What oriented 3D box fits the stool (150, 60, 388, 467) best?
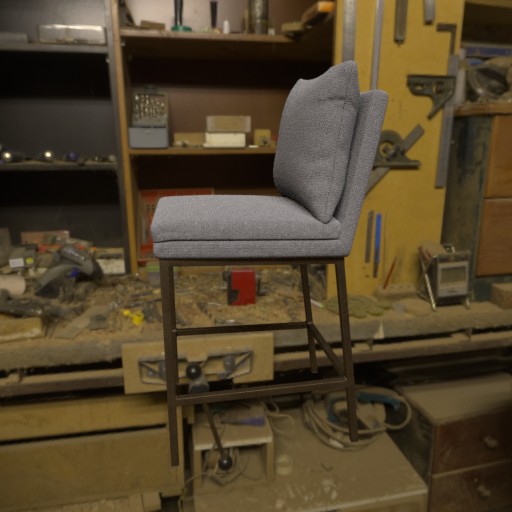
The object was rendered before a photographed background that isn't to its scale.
[{"bbox_3d":[0.000,0.000,1.310,0.569,1.031,0.463,-3,15,-9],"label":"stool"}]
